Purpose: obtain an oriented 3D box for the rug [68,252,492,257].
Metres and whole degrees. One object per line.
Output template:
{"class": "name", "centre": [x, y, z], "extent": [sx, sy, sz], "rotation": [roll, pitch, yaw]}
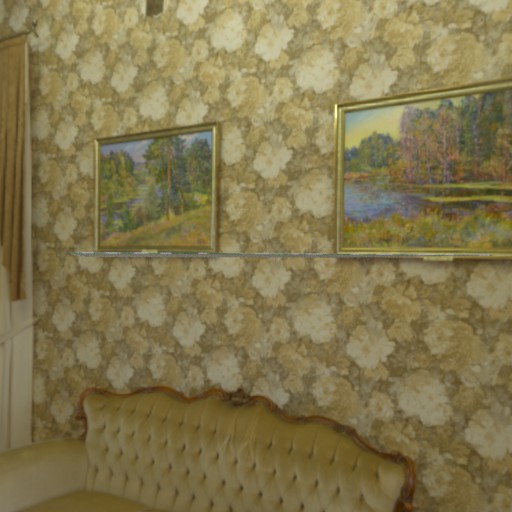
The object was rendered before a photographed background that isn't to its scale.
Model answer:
{"class": "rug", "centre": [0.000, 0.000, 4.093], "extent": [3.045, 0.007, 2.436], "rotation": [0, -1, -19]}
